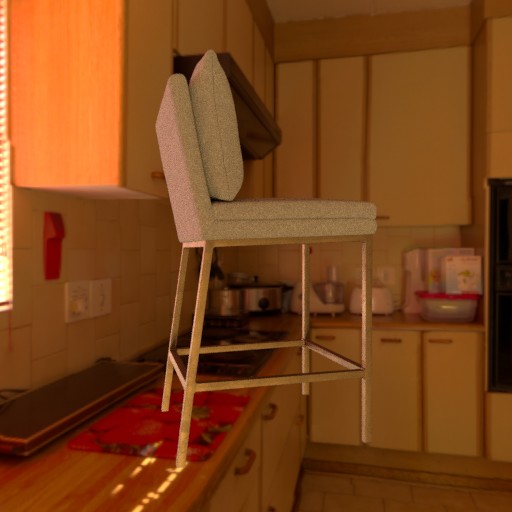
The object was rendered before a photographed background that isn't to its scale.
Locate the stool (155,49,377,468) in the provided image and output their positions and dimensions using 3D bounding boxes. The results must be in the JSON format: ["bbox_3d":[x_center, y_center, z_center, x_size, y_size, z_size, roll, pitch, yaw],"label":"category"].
[{"bbox_3d":[0.000,0.000,1.356,0.569,1.031,0.463,0,1,-17],"label":"stool"}]
